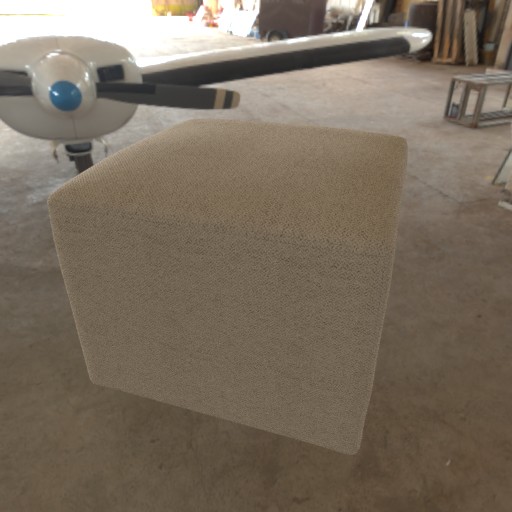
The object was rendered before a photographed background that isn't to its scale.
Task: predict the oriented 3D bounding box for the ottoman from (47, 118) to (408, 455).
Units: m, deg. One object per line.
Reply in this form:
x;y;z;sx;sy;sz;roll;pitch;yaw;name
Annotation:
0.000;0.000;0.891;0.521;0.453;0.512;10;32;16;ottoman
